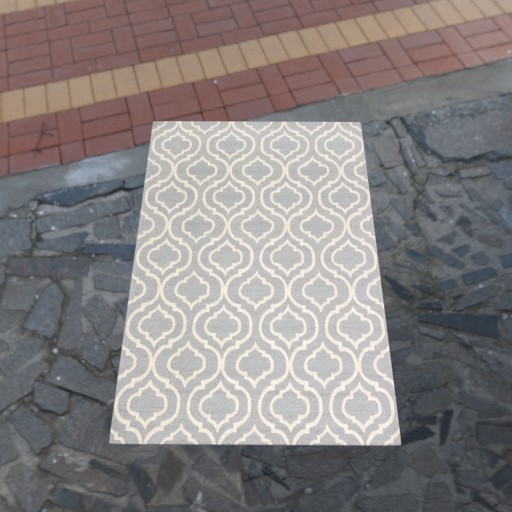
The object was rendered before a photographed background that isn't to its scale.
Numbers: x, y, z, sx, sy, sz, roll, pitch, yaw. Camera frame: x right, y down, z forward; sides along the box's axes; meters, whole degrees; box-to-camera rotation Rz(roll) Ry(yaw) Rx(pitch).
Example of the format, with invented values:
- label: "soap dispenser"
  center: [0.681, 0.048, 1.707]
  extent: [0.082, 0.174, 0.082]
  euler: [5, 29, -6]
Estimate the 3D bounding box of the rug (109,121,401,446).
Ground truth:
- label: "rug"
  center: [0.000, 0.000, 2.648]
  extent: [1.451, 0.010, 2.080]
  euler: [0, 64, 0]
